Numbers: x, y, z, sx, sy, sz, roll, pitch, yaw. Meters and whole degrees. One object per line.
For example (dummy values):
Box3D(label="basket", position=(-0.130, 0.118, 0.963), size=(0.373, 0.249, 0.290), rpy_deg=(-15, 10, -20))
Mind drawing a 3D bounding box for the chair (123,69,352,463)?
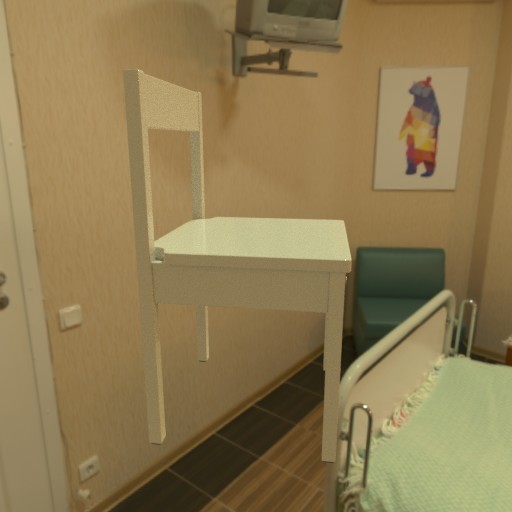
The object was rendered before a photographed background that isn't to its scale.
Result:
Box3D(label="chair", position=(0.000, 0.000, 0.905), size=(0.361, 0.668, 0.367), rpy_deg=(2, 15, 9))
